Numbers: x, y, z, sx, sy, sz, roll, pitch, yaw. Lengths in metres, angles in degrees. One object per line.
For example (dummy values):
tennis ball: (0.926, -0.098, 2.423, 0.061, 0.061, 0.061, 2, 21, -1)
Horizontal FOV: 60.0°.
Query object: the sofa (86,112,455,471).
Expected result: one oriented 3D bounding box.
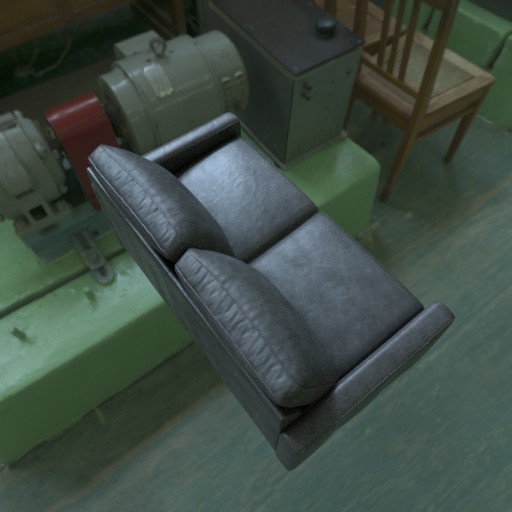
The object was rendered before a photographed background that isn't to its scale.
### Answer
sofa: (0.000, 0.000, 2.259, 0.939, 0.916, 1.732, -33, 64, -19)
